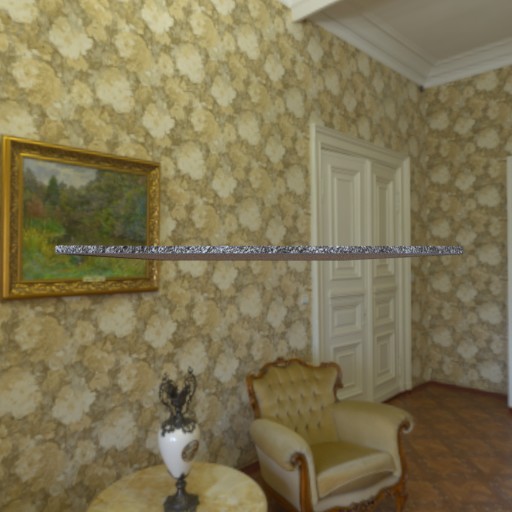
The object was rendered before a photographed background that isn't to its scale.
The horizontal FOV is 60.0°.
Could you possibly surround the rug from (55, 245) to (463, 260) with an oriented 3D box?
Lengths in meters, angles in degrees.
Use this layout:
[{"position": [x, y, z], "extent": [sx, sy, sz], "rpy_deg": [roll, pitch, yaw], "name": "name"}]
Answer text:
[{"position": [0.000, 0.000, 2.093], "extent": [1.198, 0.025, 1.601], "rpy_deg": [0, -1, -1], "name": "rug"}]
